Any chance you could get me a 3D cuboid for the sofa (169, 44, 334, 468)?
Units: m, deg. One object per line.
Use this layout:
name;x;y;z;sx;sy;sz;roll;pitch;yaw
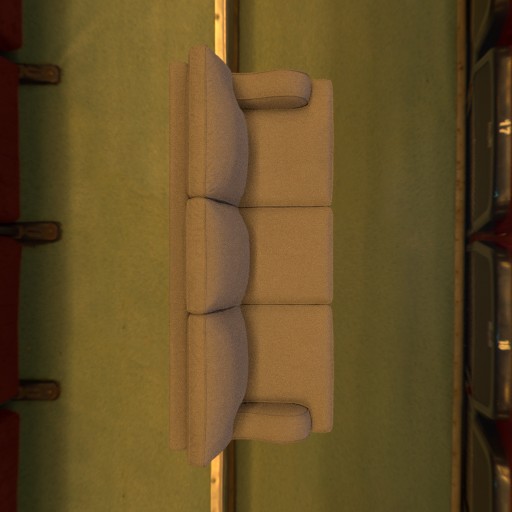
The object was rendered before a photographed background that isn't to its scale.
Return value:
sofa;0.000;0.000;2.858;1.016;0.991;2.323;0;90;1
